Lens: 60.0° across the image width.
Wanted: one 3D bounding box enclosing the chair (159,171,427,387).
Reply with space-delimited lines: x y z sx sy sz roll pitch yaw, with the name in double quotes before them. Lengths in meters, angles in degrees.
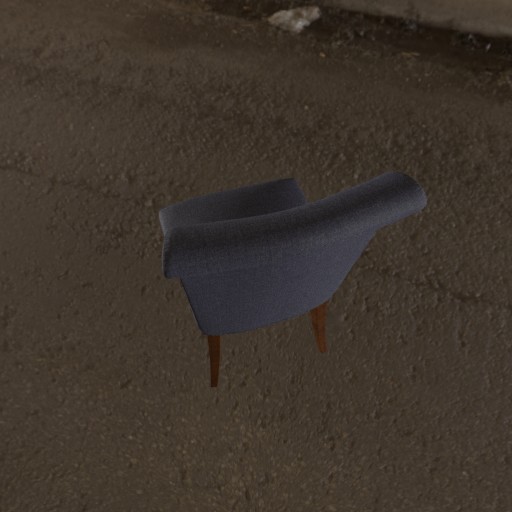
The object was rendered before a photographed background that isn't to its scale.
"chair" 0.000 0.000 1.333 0.513 0.988 0.608 -15 58 -10
